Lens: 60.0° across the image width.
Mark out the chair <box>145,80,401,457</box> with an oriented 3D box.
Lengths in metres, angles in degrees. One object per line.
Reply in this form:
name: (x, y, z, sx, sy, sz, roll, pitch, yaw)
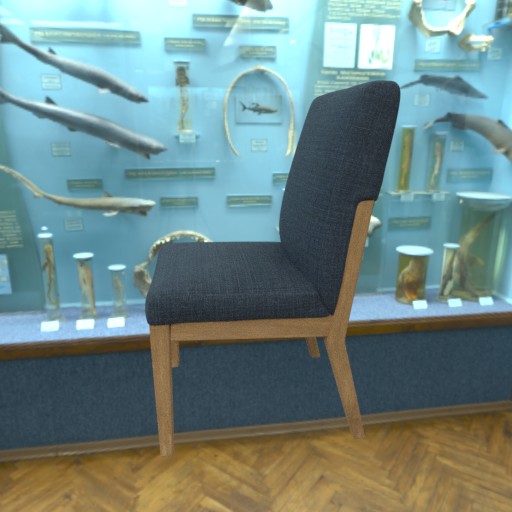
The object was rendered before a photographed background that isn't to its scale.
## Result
chair: (0.000, 0.000, 1.266, 0.586, 0.911, 0.507, -2, 16, -7)
